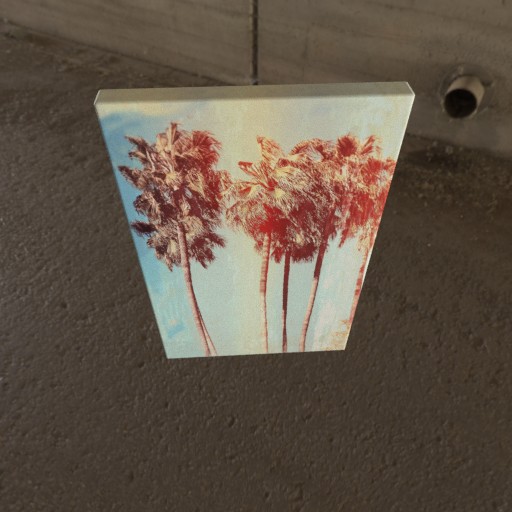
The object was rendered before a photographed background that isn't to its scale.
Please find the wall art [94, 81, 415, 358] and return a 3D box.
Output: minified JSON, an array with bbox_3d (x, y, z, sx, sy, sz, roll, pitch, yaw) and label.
[{"bbox_3d":[0.000,0.000,0.784,0.401,0.610,0.038,-2,47,-2],"label":"wall art"}]
